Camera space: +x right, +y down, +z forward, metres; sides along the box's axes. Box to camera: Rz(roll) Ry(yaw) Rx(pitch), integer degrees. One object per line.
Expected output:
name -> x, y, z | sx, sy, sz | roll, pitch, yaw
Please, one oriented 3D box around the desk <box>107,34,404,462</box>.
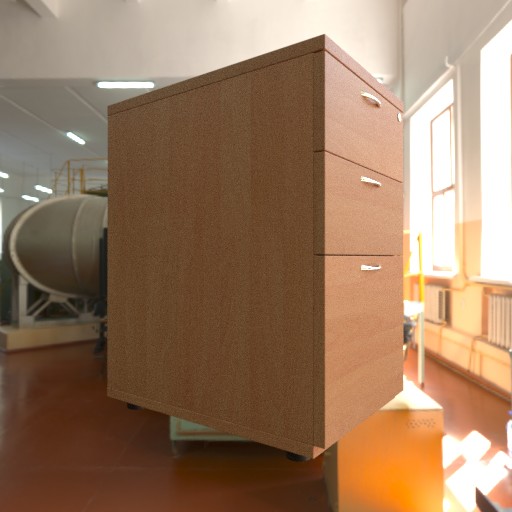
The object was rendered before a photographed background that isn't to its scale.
desk -> 0.000, 0.000, 1.061 | 0.600, 0.730, 0.404 | 0, 0, 36
